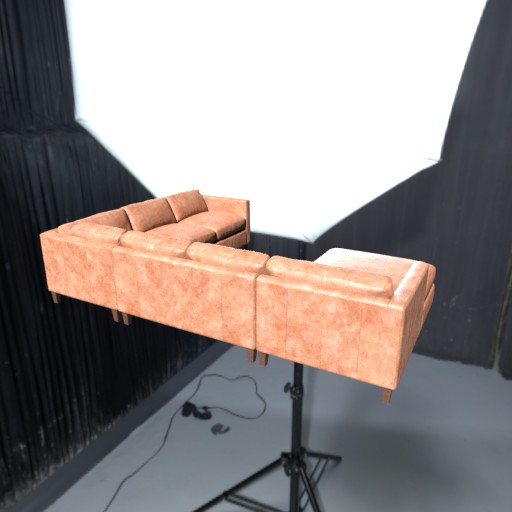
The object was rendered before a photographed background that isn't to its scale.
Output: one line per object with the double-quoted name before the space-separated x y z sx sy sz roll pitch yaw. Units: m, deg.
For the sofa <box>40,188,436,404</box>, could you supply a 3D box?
"sofa" 0.000 0.000 4.545 3.401 0.832 2.430 10 21 27
